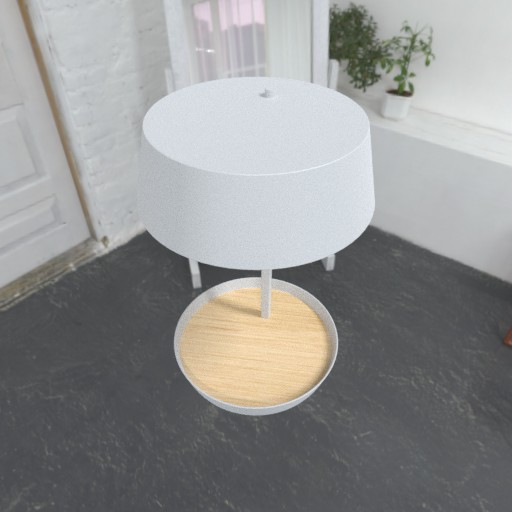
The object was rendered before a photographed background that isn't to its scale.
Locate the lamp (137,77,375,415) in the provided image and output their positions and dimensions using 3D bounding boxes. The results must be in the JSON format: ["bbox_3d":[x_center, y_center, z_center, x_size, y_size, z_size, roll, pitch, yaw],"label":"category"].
[{"bbox_3d":[0.000,0.000,0.625,0.291,0.429,0.291,0,41,0],"label":"lamp"}]
